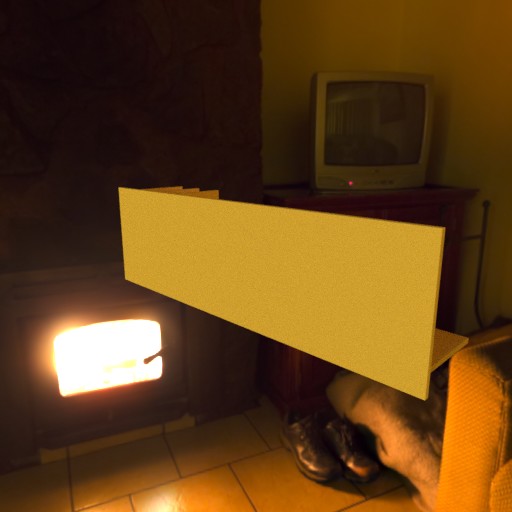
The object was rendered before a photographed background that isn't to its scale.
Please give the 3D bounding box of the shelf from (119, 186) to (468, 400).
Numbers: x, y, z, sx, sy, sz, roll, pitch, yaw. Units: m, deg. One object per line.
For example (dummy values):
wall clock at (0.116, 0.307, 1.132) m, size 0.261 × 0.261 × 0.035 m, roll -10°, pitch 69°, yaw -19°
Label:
shelf at (0.000, 0.000, 1.143) m, size 0.200 × 0.300 × 1.020 m, roll -13°, pitch 19°, yaw -43°
